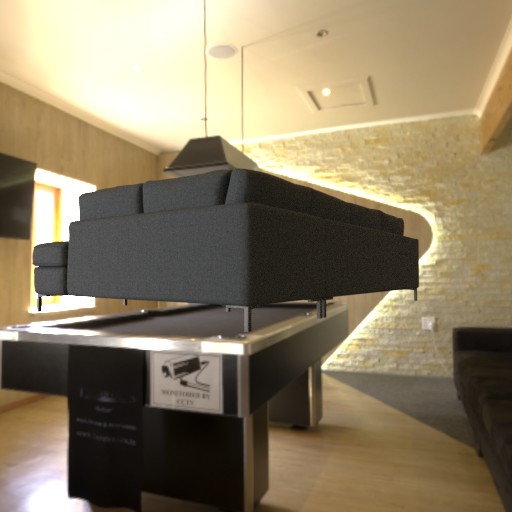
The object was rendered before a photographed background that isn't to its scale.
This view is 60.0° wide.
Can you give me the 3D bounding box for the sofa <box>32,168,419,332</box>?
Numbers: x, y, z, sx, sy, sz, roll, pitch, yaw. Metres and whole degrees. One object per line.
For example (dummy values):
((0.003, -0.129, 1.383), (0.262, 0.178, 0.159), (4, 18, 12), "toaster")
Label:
((0.000, 0.000, 3.873), (1.984, 0.858, 2.975), (-1, -3, 35), "sofa")
